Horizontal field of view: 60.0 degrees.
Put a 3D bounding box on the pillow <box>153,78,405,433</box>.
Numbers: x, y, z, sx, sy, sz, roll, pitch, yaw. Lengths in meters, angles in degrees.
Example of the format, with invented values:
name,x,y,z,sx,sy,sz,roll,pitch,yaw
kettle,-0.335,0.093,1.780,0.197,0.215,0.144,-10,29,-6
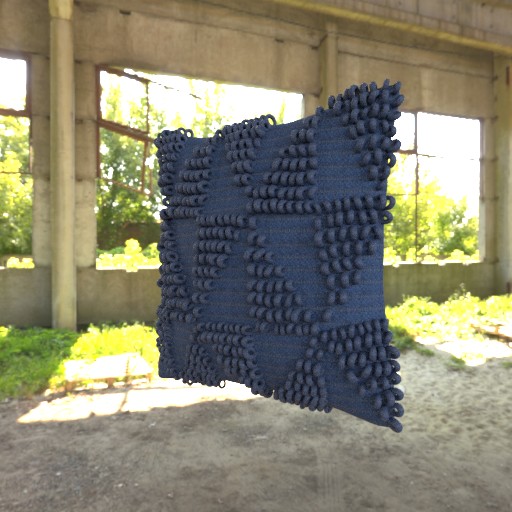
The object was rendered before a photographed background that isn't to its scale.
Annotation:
name,x,y,z,sx,sy,sz,roll,pitch,yaw
pillow,0.000,0.000,0.705,0.469,0.466,0.172,0,0,35
